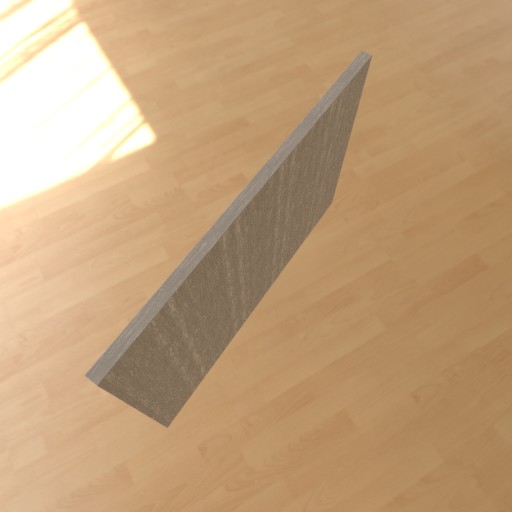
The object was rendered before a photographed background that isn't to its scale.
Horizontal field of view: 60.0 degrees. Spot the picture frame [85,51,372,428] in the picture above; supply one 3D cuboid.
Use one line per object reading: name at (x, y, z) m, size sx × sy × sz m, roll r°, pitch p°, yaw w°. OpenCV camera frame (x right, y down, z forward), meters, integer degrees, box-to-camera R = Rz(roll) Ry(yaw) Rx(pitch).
picture frame at (0.000, 0.000, 1.187) m, size 0.029 × 0.640 × 0.950 m, roll 32°, pitch 67°, yaw 15°
